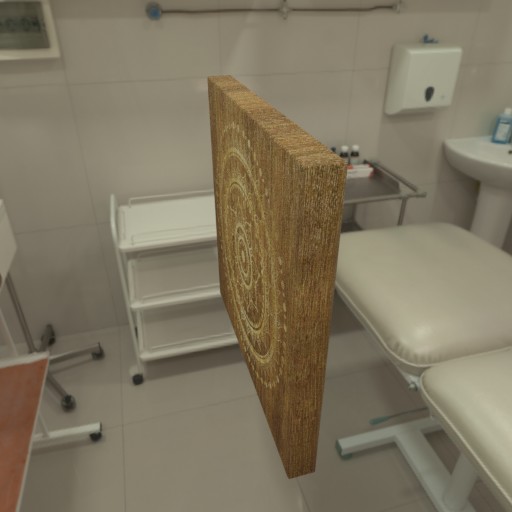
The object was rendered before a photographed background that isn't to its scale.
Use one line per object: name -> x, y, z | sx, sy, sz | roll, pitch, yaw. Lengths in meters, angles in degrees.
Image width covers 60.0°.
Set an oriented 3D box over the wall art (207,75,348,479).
wall art -> 0.000, 0.000, 0.611 | 0.039, 0.403, 0.406 | -9, 33, -14
